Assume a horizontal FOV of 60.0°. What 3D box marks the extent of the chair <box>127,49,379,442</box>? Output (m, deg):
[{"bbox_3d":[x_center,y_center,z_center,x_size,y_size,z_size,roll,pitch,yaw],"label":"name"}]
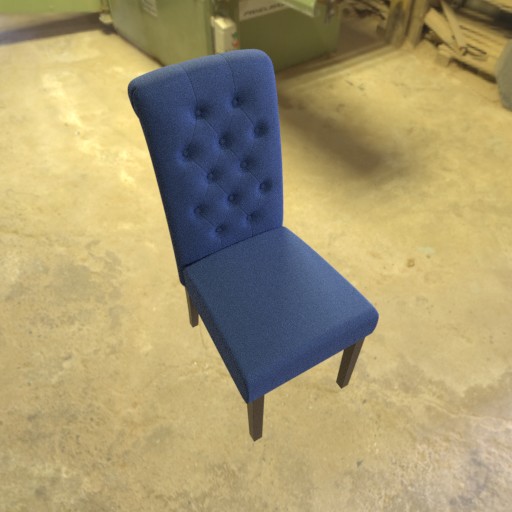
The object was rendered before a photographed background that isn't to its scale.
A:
[{"bbox_3d":[0.000,0.000,1.373,0.456,1.006,0.671,-24,51,-21],"label":"chair"}]
